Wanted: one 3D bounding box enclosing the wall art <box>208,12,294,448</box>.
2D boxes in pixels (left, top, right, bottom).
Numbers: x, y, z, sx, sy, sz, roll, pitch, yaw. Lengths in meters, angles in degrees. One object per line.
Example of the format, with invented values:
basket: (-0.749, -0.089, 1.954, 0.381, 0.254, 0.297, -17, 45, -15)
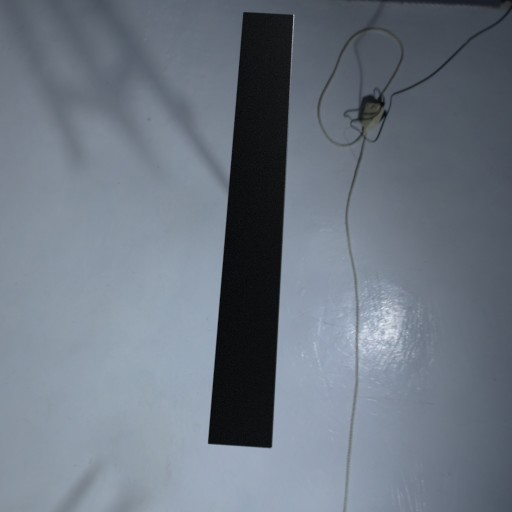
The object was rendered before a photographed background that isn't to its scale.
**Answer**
wall art: (0.000, 0.000, 0.445, 0.038, 0.304, 0.304, 4, 77, 1)
